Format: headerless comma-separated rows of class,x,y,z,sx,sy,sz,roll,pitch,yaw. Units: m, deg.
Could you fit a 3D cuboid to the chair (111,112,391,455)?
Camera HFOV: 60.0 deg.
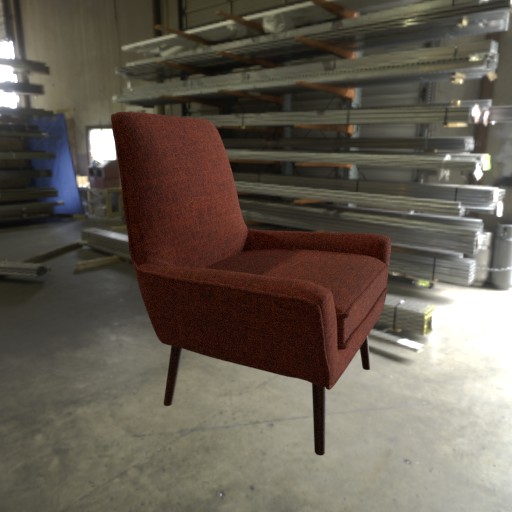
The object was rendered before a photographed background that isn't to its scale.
chair,0.000,0.000,1.476,0.784,0.911,0.803,7,15,26
